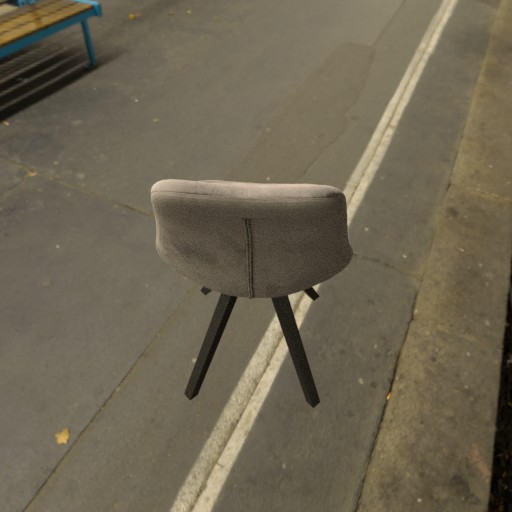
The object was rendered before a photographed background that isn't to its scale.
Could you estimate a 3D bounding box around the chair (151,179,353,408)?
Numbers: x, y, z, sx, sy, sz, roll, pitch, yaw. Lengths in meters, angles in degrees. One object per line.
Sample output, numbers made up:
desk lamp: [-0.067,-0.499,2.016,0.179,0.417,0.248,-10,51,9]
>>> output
chair: [0.000,0.000,1.194,0.485,0.850,0.550,3,46,3]
